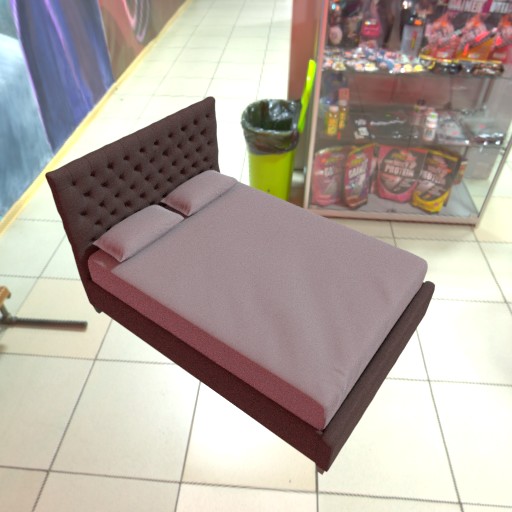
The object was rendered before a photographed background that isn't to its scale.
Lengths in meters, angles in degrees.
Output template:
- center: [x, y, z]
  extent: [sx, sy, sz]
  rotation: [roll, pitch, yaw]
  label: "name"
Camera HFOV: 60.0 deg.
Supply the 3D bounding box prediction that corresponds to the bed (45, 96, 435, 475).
- center: [0.000, 0.000, 3.423]
  extent: [2.387, 1.427, 1.698]
  rotation: [27, 48, 27]
  label: "bed"
